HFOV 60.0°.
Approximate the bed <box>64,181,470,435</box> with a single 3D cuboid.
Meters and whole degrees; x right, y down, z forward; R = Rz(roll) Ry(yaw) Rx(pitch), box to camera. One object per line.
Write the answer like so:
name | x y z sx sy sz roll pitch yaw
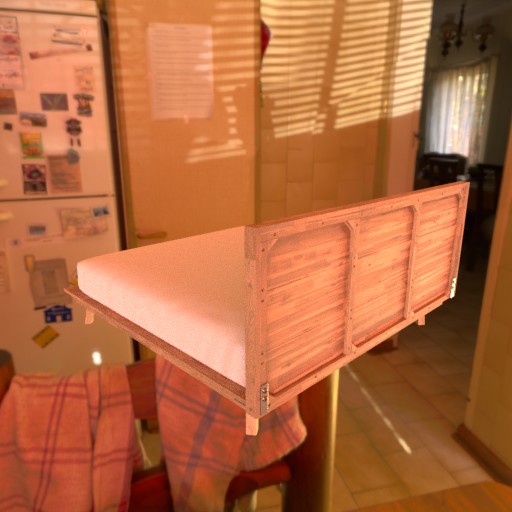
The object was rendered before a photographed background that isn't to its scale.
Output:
bed | 0.000 0.000 3.304 2.116 1.100 2.167 -15 22 -42
